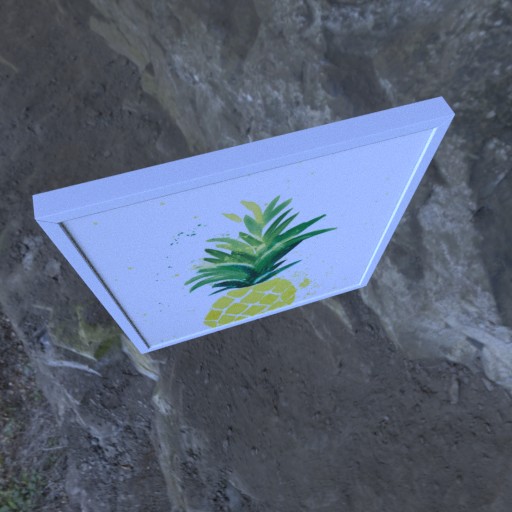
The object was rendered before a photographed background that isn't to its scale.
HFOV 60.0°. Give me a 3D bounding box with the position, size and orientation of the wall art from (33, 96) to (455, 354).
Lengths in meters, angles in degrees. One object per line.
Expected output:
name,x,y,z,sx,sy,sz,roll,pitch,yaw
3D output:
wall art,0.000,0.000,0.449,0.307,0.307,0.020,-16,63,-8
